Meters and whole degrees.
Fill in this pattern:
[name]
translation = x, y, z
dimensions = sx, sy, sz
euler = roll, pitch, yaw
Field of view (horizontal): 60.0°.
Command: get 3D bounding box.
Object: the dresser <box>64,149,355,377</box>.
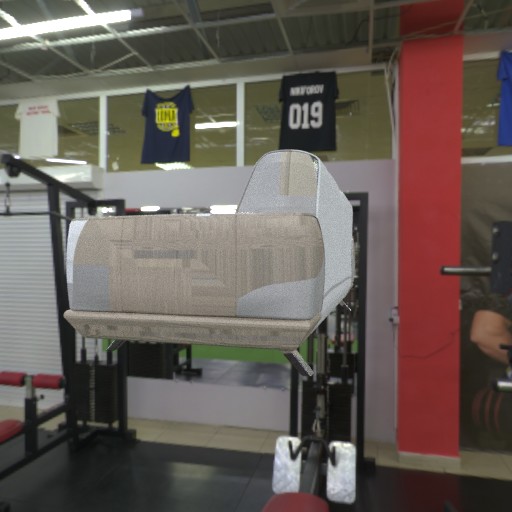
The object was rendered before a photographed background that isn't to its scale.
[dresser]
translation = 0.000, 0.000, 5.782
dimensions = 2.251, 1.863, 4.679
euler = 0, 0, 16
